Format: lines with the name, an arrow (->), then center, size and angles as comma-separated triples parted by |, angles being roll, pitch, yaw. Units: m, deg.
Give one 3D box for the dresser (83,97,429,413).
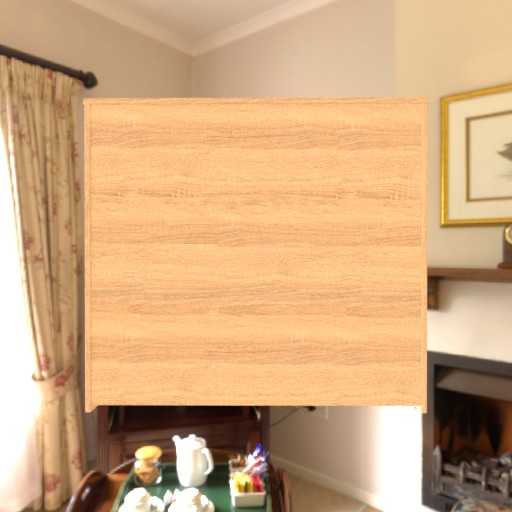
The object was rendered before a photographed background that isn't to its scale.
dresser -> 0.000, 0.000, 1.450 | 0.980, 0.900, 0.380 | 0, 0, 0
